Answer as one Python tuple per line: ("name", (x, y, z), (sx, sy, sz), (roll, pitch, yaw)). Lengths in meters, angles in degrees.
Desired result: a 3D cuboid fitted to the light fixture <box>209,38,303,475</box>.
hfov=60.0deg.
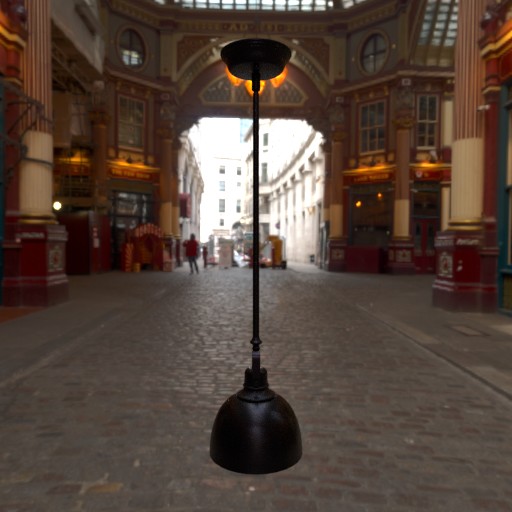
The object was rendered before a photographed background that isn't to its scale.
("light fixture", (0.000, 0.000, 0.857), (0.182, 0.768, 0.182), (0, 2, -1))
